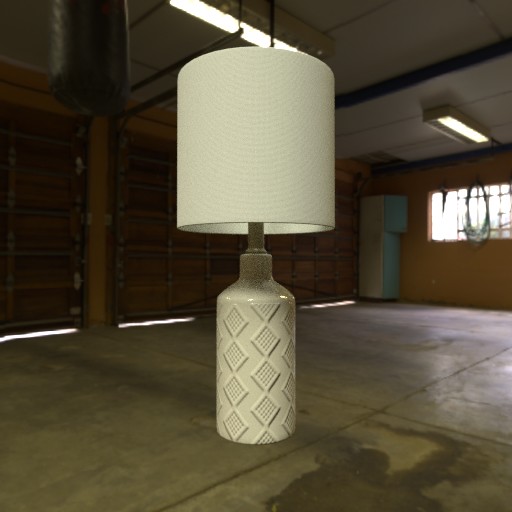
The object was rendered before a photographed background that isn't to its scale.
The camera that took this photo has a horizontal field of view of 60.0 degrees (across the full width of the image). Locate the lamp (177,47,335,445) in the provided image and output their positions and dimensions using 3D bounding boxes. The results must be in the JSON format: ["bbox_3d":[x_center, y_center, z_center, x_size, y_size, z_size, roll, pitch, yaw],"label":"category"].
[{"bbox_3d":[0.000,0.000,0.590,0.207,0.461,0.207,0,-1,0],"label":"lamp"}]
